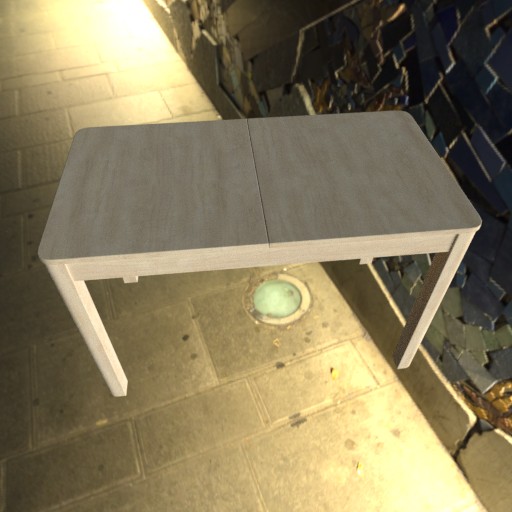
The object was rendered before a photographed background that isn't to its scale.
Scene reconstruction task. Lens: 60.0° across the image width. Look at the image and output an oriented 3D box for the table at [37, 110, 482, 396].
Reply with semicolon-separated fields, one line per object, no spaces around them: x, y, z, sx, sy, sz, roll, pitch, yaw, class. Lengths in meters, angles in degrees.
0.000;0.000;1.942;1.400;0.900;0.750;-4;47;-4;table
